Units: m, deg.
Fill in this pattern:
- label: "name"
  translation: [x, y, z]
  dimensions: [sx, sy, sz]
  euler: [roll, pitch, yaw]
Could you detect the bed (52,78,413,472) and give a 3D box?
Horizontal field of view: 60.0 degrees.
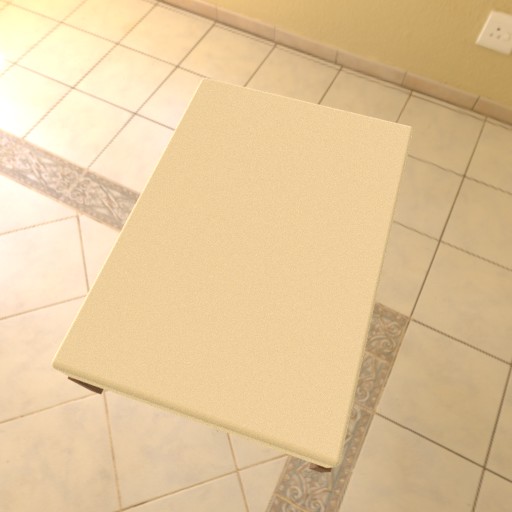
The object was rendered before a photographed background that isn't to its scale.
- label: "bed"
  translation: [0.000, 0.000, 2.568]
  dimensions: [1.348, 0.616, 1.927]
  euler: [16, 65, 8]
